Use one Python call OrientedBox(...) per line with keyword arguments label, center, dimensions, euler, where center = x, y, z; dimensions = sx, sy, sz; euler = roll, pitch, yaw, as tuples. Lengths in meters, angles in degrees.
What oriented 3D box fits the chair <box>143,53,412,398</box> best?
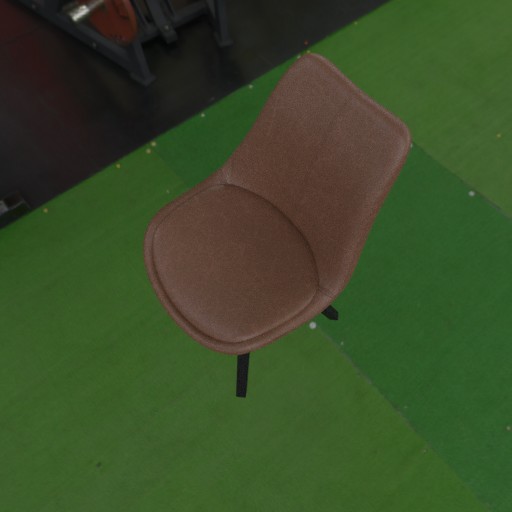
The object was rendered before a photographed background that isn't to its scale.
OrientedBox(label="chair", center=(0.000, 0.000, 1.180), dimensions=(0.550, 0.850, 0.475), euler=(-34, 68, -16))
